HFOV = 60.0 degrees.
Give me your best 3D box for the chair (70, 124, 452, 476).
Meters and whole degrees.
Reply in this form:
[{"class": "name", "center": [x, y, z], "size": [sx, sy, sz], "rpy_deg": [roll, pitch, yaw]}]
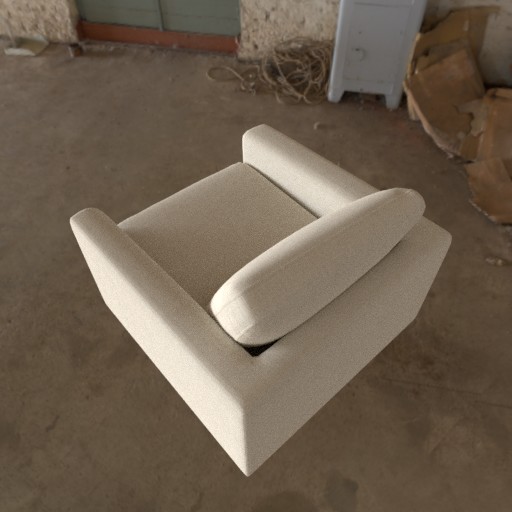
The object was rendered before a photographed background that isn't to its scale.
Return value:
[{"class": "chair", "center": [0.000, 0.000, 1.861], "size": [1.070, 0.876, 1.100], "rpy_deg": [-34, 56, -26]}]
